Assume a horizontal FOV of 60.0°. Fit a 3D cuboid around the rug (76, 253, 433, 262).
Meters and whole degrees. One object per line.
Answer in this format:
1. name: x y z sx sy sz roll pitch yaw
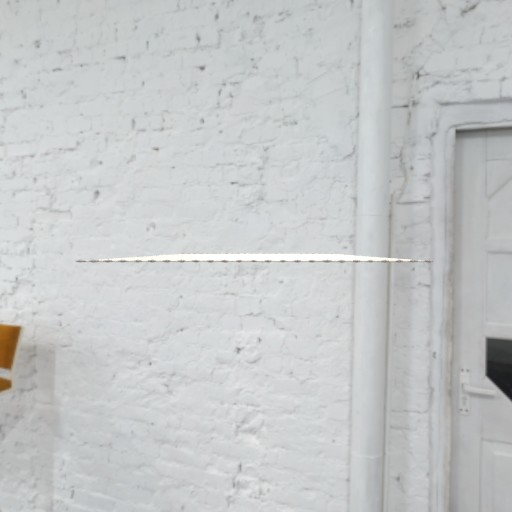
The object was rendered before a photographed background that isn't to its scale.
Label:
1. rug: 0.000 0.000 2.553 1.229 0.011 2.096 0 1 0
